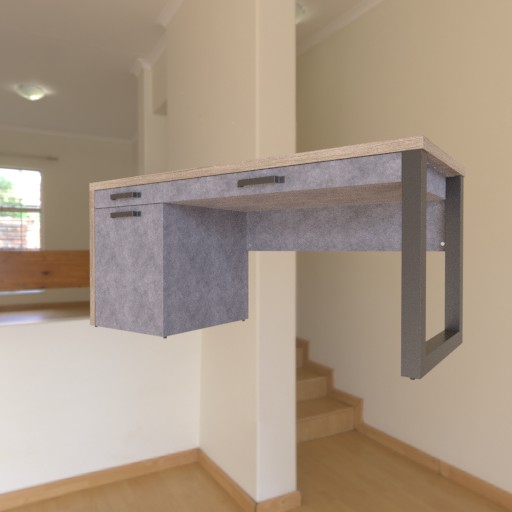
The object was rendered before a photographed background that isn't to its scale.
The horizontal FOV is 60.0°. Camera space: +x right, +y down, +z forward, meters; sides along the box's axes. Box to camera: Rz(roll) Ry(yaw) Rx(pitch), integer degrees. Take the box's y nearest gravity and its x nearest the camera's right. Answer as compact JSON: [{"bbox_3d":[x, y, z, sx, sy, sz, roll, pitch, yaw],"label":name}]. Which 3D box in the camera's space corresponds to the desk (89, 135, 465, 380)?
[{"bbox_3d":[0.000,0.000,2.108,1.700,0.760,0.690,1,1,35],"label":"desk"}]
